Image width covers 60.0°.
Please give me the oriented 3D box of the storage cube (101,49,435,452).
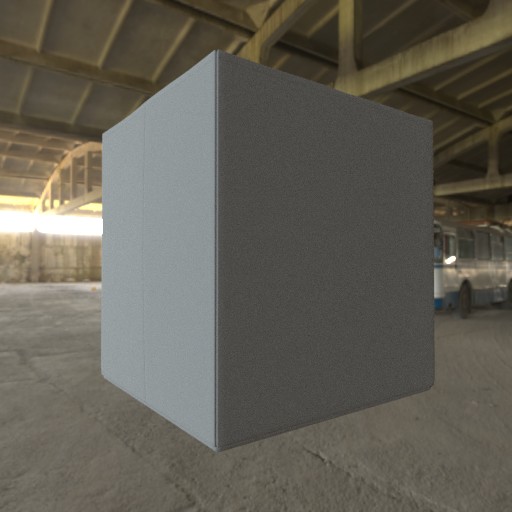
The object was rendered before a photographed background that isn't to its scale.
[{"bbox_3d":[0.000,0.000,0.488,0.270,0.280,0.270,1,-1,-36],"label":"storage cube"}]
